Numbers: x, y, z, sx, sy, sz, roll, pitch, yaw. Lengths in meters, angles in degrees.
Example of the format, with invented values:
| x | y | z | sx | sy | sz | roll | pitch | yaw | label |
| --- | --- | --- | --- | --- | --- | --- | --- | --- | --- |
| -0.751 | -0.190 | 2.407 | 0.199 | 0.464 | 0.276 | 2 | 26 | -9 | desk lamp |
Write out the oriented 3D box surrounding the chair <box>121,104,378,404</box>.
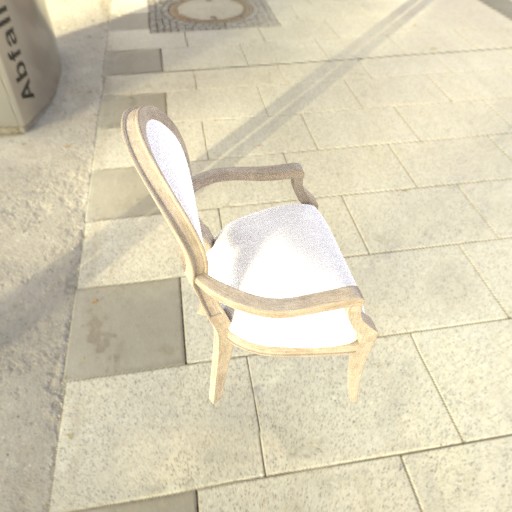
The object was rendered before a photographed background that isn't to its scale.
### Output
| x | y | z | sx | sy | sz | roll | pitch | yaw | label |
| --- | --- | --- | --- | --- | --- | --- | --- | --- | --- |
| 0.000 | 0.000 | 1.361 | 0.602 | 0.991 | 0.611 | -9 | 47 | -8 | chair |
